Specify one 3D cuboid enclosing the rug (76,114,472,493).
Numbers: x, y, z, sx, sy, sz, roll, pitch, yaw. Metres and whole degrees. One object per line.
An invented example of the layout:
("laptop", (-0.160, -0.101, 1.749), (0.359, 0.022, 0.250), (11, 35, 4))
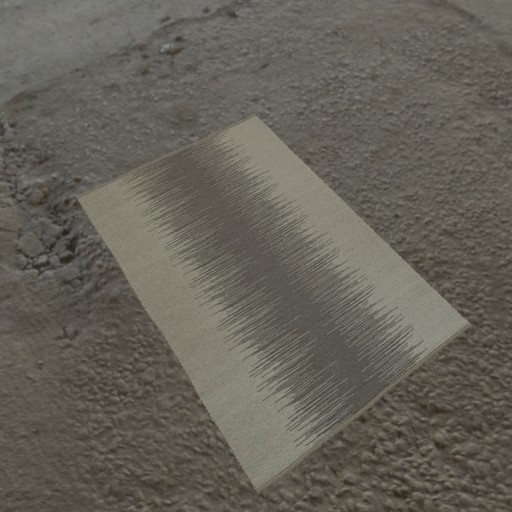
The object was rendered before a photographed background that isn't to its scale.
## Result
("rug", (0.000, 0.000, 2.293), (1.226, 0.007, 1.815), (-30, 62, -18))
